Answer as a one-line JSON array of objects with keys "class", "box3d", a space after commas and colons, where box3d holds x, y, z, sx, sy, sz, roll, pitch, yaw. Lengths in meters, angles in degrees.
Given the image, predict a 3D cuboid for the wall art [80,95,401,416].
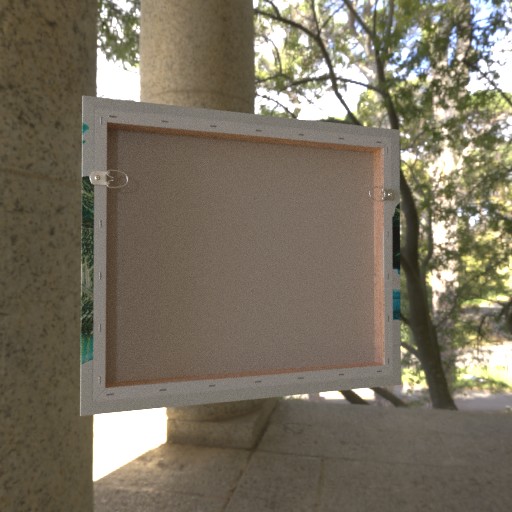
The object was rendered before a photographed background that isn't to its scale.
[{"class": "wall art", "box3d": [0.000, 0.000, 0.693, 0.507, 0.435, 0.041, 0, -1, -18]}]
